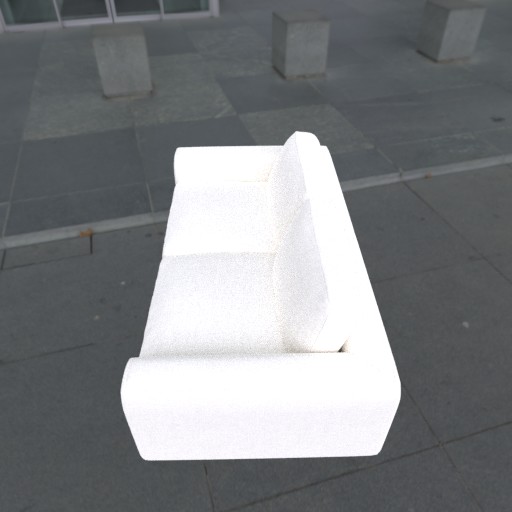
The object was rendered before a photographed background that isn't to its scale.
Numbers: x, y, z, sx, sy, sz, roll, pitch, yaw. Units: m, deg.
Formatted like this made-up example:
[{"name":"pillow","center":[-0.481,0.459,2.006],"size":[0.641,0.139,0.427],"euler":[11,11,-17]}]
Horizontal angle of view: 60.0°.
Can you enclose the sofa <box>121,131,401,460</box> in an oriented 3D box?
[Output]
[{"name":"sofa","center":[0.000,0.000,2.425],"size":[1.069,0.801,1.920],"euler":[-1,41,-1]}]
